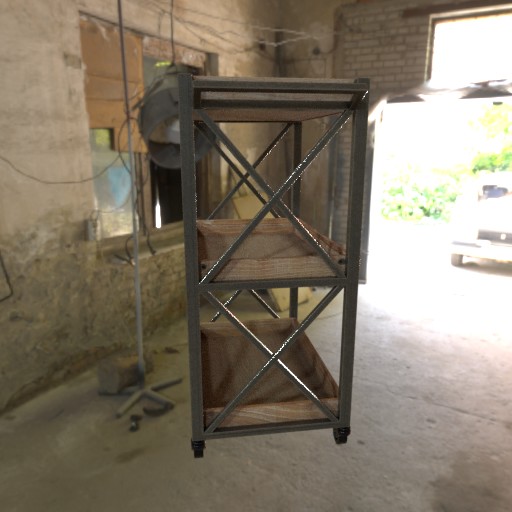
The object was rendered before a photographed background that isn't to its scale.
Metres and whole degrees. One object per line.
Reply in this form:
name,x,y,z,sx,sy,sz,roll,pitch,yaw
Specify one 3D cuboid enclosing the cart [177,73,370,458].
cart,0.000,0.000,1.200,0.377,0.835,0.673,-2,14,-8
